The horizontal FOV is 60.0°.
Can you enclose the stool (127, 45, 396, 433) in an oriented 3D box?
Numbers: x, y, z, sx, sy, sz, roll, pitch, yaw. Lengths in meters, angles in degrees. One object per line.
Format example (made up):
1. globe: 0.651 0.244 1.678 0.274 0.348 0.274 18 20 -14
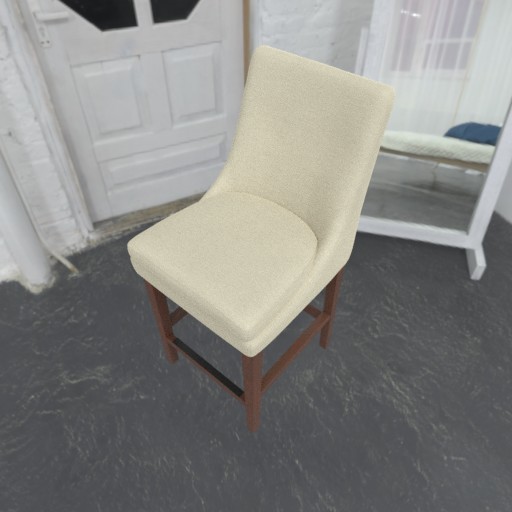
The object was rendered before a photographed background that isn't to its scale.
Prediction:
1. stool: 0.000 0.000 1.322 0.470 0.981 0.577 32 54 27
